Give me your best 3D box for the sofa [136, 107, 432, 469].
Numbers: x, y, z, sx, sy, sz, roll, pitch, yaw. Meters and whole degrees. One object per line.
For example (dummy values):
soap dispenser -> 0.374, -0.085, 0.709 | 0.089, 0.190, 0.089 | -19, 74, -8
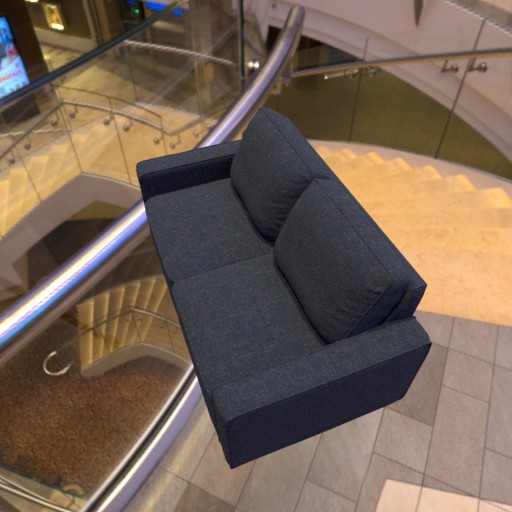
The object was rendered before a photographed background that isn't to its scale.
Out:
sofa -> 0.000, 0.000, 2.347 | 0.947, 0.918, 1.709 | -16, 49, -14
